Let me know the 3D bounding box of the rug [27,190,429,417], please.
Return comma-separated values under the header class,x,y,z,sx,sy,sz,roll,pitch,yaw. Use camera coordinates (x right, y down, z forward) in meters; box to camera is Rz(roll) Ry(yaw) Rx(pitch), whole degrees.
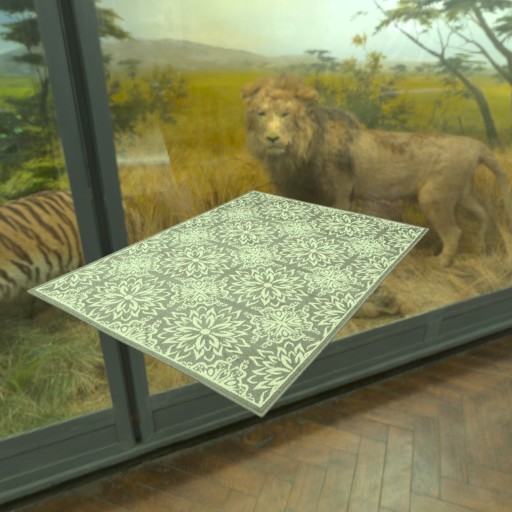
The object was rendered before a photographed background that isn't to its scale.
class,x,y,z,sx,sy,sz,roll,pitch,yaw
rug,0.000,0.000,2.897,1.608,0.014,2.213,17,31,31
